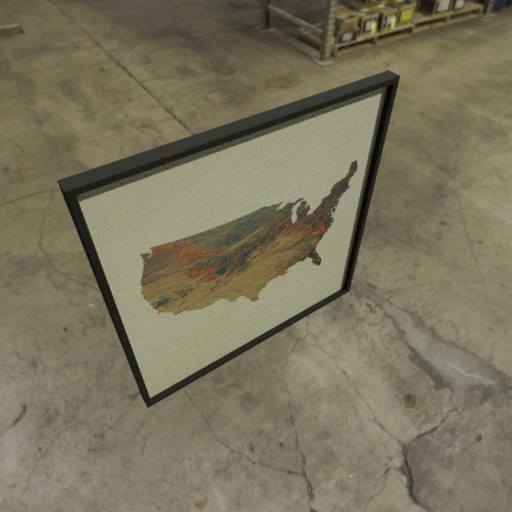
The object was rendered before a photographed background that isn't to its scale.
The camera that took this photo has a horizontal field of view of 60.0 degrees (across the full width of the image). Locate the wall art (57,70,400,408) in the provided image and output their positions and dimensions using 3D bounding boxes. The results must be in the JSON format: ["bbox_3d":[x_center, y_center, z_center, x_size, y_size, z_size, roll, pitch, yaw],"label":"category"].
[{"bbox_3d":[0.000,0.000,1.137,0.762,0.762,0.038,-26,51,-23],"label":"wall art"}]
